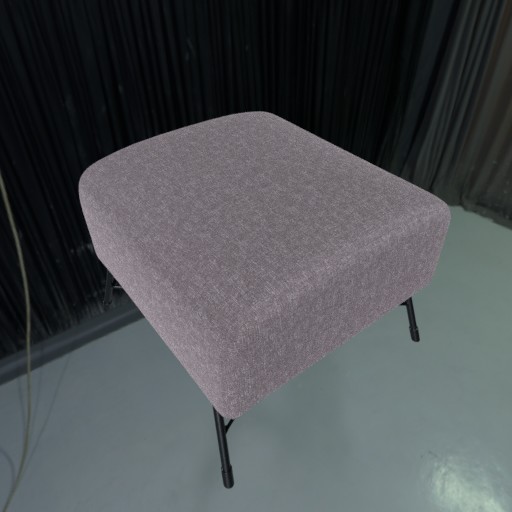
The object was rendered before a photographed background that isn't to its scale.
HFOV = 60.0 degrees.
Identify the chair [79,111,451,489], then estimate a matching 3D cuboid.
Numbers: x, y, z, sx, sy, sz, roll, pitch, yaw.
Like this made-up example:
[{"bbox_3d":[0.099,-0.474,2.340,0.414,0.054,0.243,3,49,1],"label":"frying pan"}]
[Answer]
[{"bbox_3d":[0.000,0.000,0.899,0.530,0.410,0.530,-27,47,-28],"label":"chair"}]
